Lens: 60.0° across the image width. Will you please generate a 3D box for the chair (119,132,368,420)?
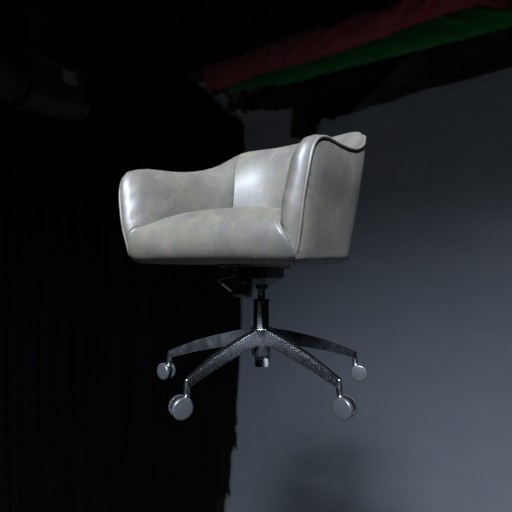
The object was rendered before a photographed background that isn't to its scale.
[{"bbox_3d":[0.000,0.000,1.371,0.713,0.827,0.689,-1,-2,36],"label":"chair"}]
